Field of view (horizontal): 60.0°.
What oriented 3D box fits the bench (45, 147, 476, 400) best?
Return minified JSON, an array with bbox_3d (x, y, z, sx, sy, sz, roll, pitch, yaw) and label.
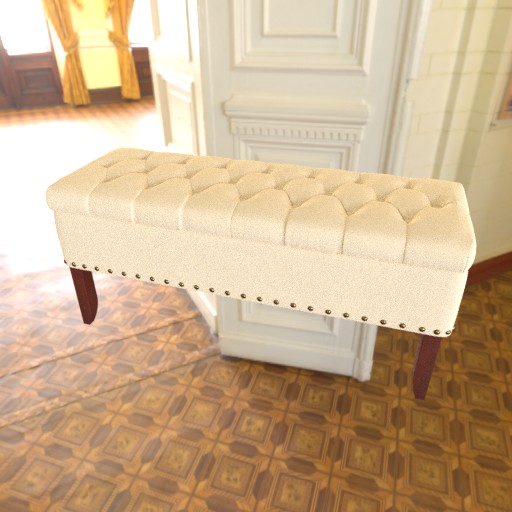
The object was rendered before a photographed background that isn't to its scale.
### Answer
[{"bbox_3d":[0.000,0.000,1.279,1.054,0.470,0.400,9,32,15],"label":"bench"}]
